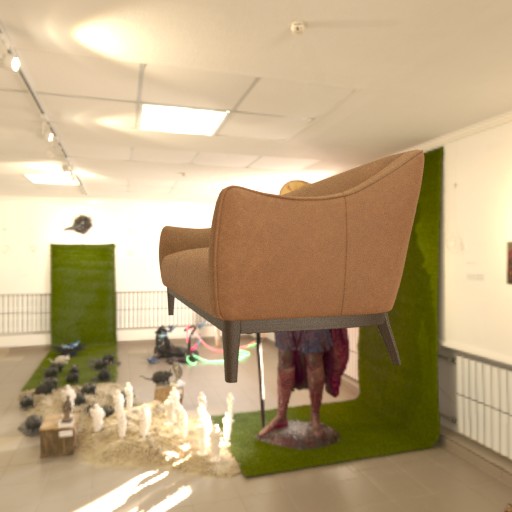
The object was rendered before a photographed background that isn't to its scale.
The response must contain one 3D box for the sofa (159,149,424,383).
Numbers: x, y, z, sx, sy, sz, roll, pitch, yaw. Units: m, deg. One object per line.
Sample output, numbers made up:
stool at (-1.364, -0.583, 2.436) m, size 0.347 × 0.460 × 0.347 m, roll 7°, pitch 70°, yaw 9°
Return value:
sofa at (0.000, 0.000, 2.381) m, size 0.869 × 0.830 × 1.928 m, roll 0°, pitch 0°, yaw -17°
